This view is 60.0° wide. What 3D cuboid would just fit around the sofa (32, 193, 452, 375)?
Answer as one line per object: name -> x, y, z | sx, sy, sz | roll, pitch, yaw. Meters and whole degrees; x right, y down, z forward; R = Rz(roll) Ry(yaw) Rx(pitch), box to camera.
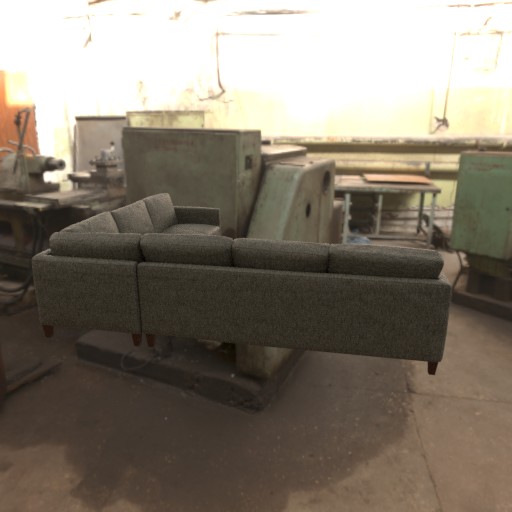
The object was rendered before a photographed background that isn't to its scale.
sofa -> 0.000, 0.000, 4.583 | 3.302, 0.947, 2.593 | 3, 17, 11
